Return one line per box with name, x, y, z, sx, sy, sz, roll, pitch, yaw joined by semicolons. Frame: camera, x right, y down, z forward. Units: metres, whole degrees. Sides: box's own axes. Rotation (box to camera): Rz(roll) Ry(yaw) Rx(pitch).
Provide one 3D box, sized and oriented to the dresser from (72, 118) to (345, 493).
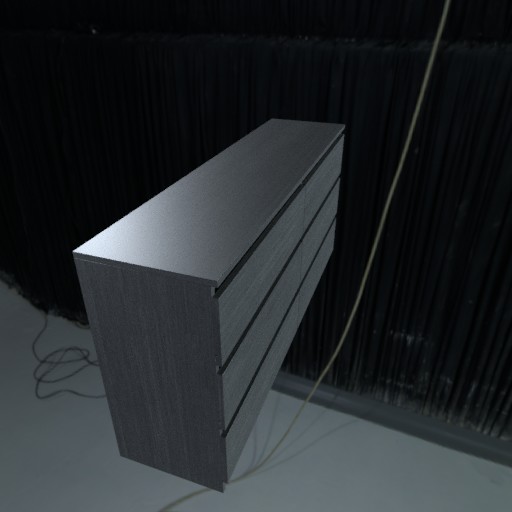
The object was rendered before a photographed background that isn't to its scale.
dresser;0.000;0.000;1.899;0.400;0.795;1.590;10;31;17
